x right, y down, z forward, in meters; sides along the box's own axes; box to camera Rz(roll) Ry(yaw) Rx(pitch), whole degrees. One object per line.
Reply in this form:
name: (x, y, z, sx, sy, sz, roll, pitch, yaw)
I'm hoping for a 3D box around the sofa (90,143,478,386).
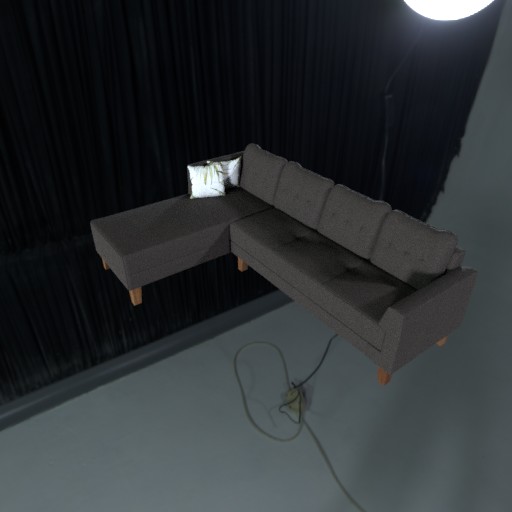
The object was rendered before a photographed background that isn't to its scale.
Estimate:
sofa: (0.000, 0.000, 3.599, 1.829, 0.932, 2.679, -22, 38, -30)
